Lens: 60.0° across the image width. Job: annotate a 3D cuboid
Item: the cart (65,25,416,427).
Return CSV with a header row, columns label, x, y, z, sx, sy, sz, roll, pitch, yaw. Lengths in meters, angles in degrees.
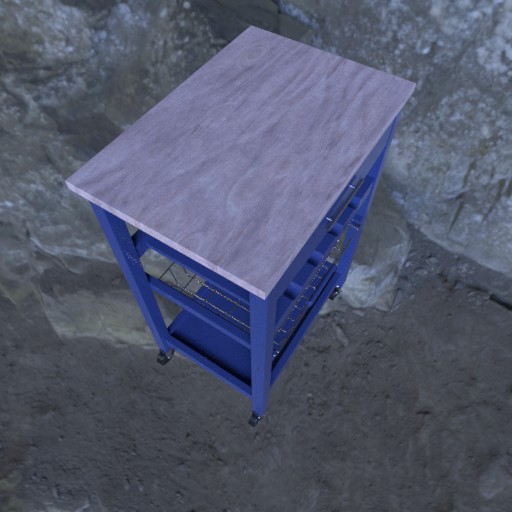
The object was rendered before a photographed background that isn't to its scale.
label,x,y,z,sx,sy,sz,roll,pitch,yaw
cart,0.000,0.000,1.165,0.403,0.839,0.584,28,61,18
